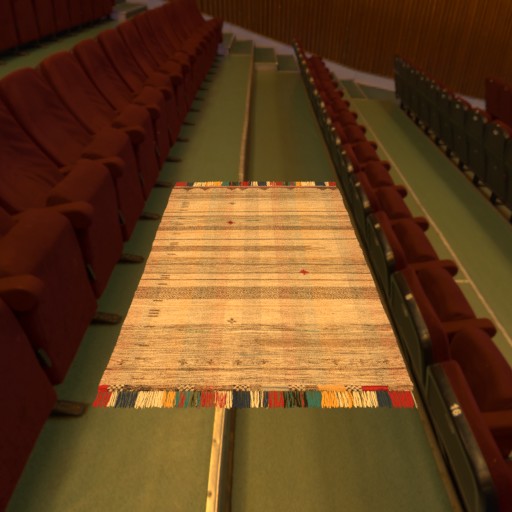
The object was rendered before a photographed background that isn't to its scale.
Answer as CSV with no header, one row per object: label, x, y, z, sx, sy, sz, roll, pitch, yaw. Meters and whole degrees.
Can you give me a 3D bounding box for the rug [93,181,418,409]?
rug,0.000,0.000,2.977,1.465,0.012,2.465,0,33,0
